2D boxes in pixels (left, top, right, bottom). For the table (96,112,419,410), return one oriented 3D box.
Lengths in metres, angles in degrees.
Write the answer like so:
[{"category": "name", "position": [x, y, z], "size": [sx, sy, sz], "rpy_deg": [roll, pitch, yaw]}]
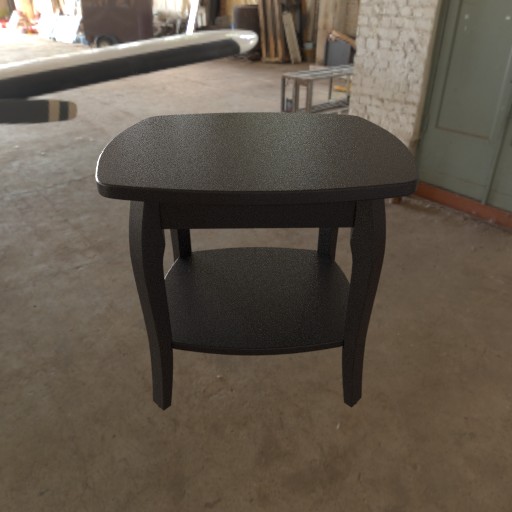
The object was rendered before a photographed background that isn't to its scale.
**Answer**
[{"category": "table", "position": [0.000, 0.000, 0.880], "size": [0.508, 0.457, 0.457], "rpy_deg": [-1, 30, -1]}]
